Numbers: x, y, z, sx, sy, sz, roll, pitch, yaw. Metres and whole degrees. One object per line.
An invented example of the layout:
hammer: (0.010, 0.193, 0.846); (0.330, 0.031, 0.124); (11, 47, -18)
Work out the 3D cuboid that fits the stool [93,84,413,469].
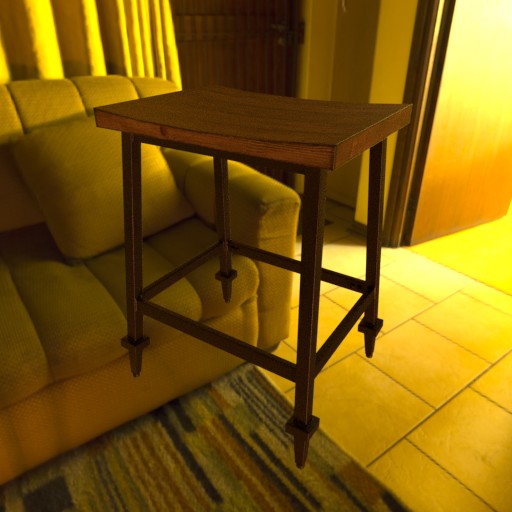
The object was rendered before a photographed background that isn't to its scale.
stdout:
stool: (0.000, 0.000, 0.957); (0.486, 0.625, 0.405); (17, 33, 29)
